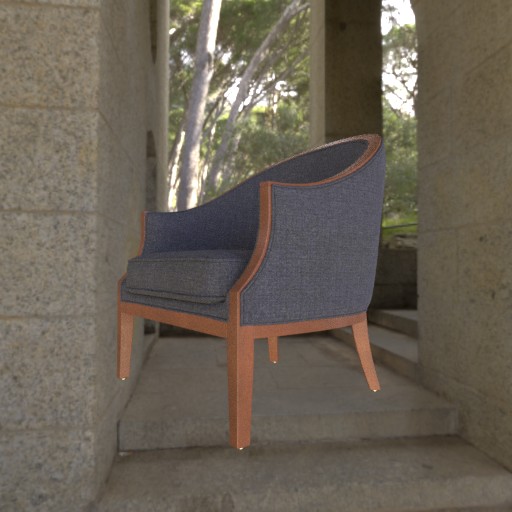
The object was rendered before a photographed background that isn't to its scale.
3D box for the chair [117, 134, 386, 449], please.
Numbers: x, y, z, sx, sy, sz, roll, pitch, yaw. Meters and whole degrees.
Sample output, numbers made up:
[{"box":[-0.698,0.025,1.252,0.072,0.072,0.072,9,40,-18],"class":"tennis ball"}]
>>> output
[{"box":[0.000,0.000,1.486,0.735,0.876,0.803,1,-1,-36],"class":"chair"}]
